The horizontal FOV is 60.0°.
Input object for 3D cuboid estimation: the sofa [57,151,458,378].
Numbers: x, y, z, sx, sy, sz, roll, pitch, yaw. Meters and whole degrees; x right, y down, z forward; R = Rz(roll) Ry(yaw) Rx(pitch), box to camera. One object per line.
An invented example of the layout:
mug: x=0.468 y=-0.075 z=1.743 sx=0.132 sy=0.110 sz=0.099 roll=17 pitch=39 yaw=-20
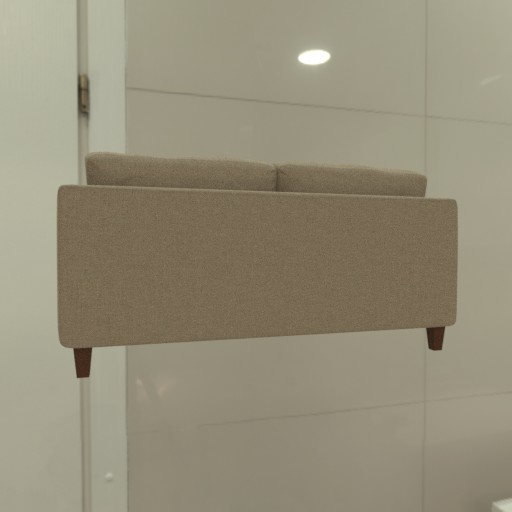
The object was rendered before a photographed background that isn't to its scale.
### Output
sofa: x=0.000 y=0.000 z=2.411 sx=1.884 sy=0.947 sz=0.951 roll=0 pitch=1 yaw=-16
